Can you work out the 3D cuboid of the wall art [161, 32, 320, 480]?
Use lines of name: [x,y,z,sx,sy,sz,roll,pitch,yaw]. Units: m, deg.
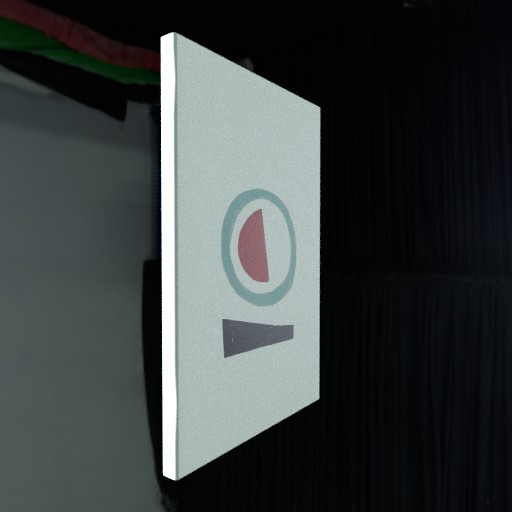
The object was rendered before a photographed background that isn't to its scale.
wall art: [0.000,0.000,1.141,0.048,0.902,0.602,1,2,37]
